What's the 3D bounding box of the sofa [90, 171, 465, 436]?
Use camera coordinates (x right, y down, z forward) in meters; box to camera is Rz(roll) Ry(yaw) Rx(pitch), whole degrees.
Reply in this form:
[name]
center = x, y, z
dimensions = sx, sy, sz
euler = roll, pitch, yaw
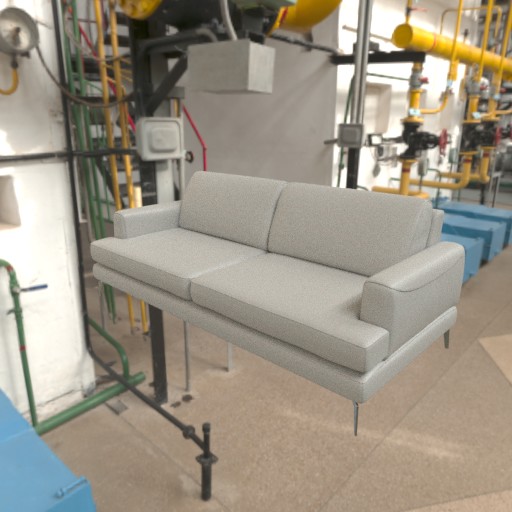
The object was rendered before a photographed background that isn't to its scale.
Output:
[sofa]
center = 0.000, 0.000, 2.441
dimensions = 1.940, 0.765, 0.974
euler = 16, 23, 41
